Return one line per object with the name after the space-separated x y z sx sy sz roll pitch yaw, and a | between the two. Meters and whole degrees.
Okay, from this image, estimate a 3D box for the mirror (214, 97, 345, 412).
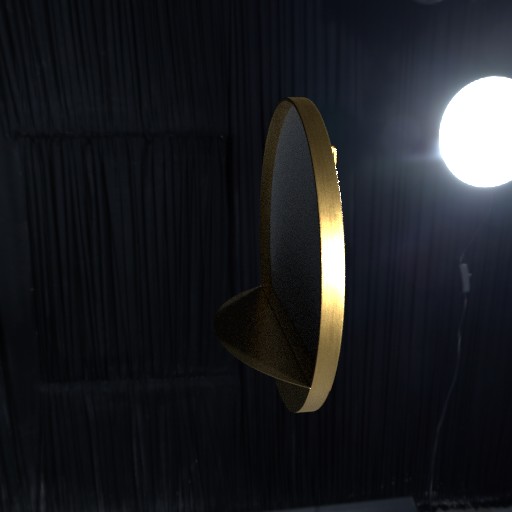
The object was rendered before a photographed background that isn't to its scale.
0.000 0.000 0.676 0.133 0.457 0.457 -2 14 -7 | mirror
